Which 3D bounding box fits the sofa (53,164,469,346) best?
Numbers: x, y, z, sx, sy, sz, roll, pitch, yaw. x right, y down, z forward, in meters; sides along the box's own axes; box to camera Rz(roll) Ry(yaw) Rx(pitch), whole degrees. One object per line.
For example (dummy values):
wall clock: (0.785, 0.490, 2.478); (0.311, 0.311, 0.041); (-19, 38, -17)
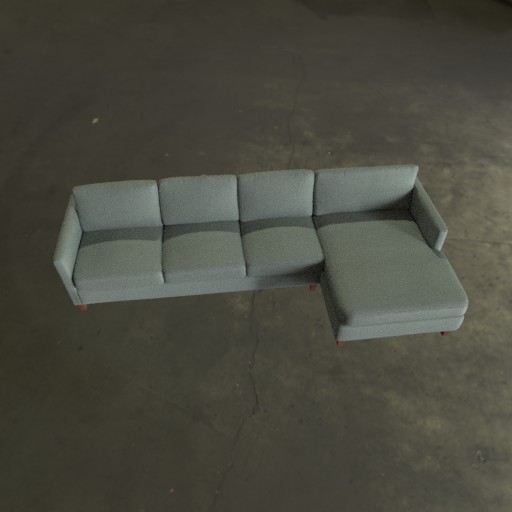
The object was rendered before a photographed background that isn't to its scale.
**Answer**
sofa: (0.000, 0.000, 4.074); (3.471, 0.950, 1.604); (-5, 47, -4)
